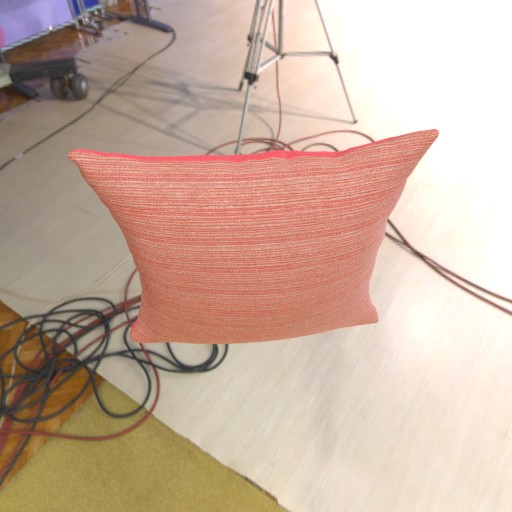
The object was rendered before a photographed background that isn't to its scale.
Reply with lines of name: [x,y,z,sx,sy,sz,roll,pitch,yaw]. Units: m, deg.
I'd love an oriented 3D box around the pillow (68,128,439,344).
pillow: [0.000,0.000,0.815,0.559,0.501,0.229,-4,48,-3]
